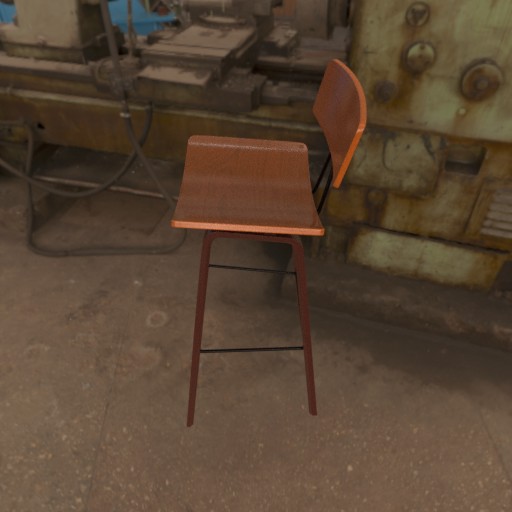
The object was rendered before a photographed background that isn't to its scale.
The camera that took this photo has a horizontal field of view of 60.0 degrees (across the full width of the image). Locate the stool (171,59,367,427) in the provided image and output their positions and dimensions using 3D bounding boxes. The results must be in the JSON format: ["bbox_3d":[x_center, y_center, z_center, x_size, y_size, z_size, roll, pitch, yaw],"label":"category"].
[{"bbox_3d":[0.000,0.000,1.254,0.440,0.969,0.509,-1,42,-1],"label":"stool"}]
